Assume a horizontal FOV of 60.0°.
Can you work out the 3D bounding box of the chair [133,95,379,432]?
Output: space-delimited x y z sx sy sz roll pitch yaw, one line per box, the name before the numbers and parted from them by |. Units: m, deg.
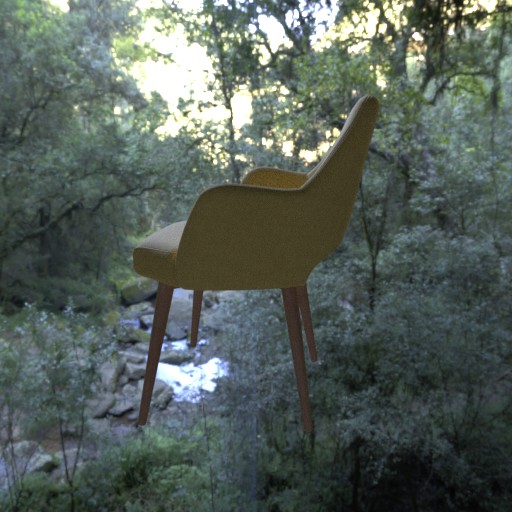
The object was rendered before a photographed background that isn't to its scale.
chair | 0.000 0.000 1.253 0.610 0.840 0.590 3 15 9
